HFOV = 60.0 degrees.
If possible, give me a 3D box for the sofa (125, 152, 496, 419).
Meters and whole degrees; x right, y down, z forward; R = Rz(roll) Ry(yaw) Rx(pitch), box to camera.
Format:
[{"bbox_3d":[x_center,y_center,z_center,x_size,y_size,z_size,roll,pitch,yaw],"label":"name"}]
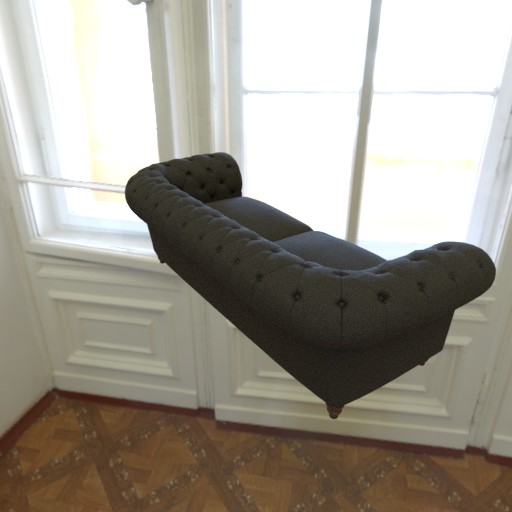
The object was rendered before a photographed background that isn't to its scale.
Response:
[{"bbox_3d":[0.000,0.000,2.666,0.991,0.762,2.362,-17,31,-31],"label":"sofa"}]
